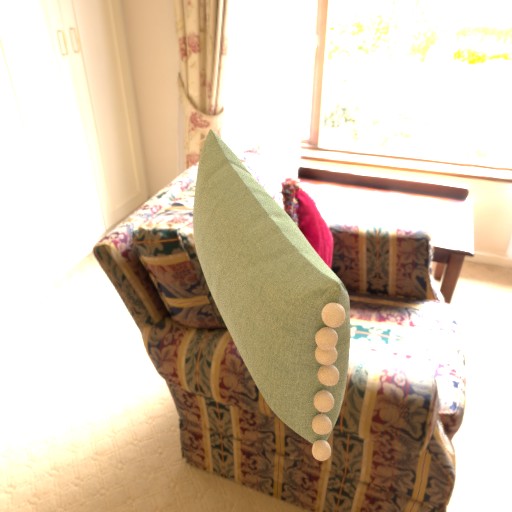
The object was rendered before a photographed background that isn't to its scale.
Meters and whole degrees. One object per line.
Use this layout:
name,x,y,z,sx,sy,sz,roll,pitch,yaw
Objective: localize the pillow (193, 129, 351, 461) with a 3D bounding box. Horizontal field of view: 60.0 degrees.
pillow,0.000,0.000,0.864,0.201,0.322,0.709,-10,33,-16
